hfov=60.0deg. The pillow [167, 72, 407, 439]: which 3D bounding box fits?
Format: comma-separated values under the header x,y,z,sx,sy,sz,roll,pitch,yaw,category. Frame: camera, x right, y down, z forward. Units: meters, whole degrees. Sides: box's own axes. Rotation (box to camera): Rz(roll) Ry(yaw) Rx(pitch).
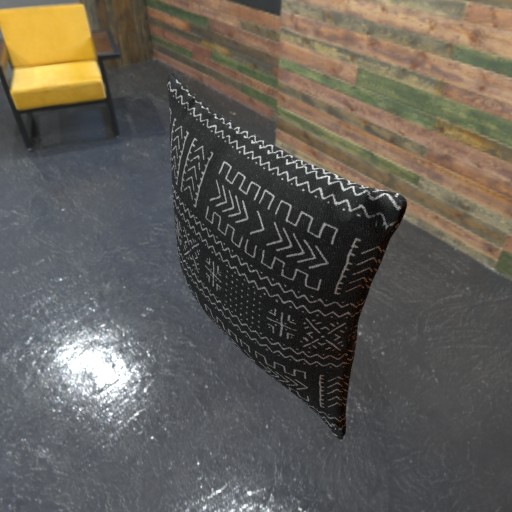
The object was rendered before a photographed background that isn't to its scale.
x,y,z,sx,sy,sz,roll,pitch,yaw,category
0.000,0.000,0.659,0.164,0.430,0.438,-26,47,-27,pillow
